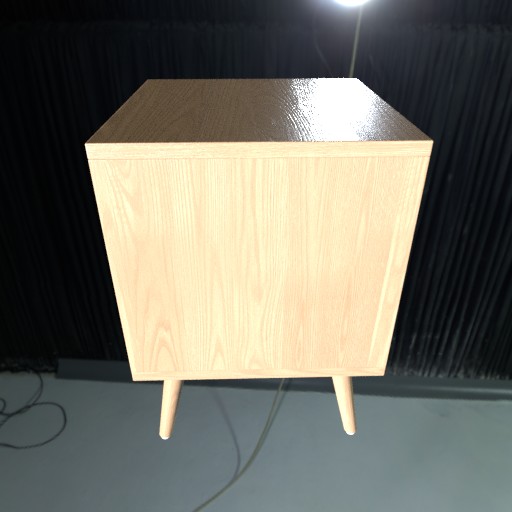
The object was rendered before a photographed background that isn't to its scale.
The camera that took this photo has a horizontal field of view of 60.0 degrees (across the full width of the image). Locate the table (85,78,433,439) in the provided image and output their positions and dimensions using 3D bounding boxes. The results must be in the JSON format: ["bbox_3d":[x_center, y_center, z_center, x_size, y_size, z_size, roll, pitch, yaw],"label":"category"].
[{"bbox_3d":[0.000,0.000,0.821,0.400,0.550,0.400,-1,31,-1],"label":"table"}]
